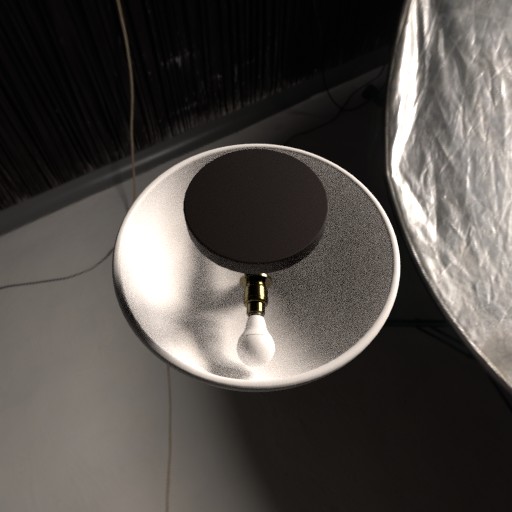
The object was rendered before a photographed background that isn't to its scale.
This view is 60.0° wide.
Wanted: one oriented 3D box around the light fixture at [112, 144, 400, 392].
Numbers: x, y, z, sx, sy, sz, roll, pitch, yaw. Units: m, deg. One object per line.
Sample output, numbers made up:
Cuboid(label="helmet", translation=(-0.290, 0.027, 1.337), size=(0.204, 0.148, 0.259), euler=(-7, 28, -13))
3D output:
Cuboid(label="light fixture", translation=(0.000, 0.000, 0.534), size=(0.331, 0.212, 0.331), euler=(0, 58, 0))
